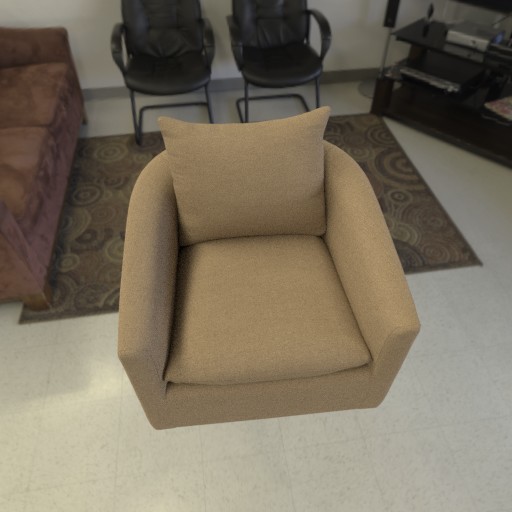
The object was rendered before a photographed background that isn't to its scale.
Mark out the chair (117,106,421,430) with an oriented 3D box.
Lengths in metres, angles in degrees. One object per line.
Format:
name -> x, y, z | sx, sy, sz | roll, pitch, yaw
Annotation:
chair -> 0.000, 0.000, 1.596 | 0.845, 0.848, 0.910 | -4, 47, -4
